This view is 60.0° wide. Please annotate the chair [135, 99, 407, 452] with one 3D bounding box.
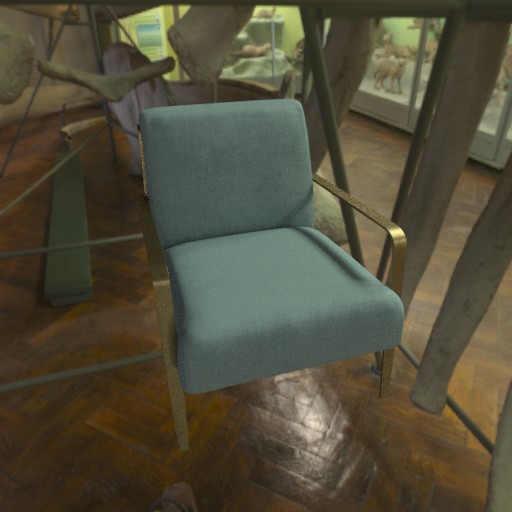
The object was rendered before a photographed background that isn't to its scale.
[{"bbox_3d":[0.000,0.000,1.467,0.701,0.824,0.842,-9,32,-15],"label":"chair"}]
